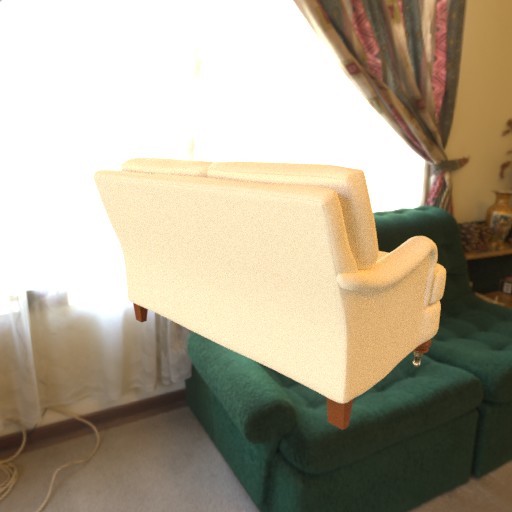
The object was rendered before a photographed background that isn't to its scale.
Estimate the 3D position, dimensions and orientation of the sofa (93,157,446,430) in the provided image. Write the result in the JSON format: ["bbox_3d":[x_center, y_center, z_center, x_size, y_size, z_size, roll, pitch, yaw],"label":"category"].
[{"bbox_3d":[0.000,0.000,2.571,1.084,1.101,1.853,-13,19,-43],"label":"sofa"}]
